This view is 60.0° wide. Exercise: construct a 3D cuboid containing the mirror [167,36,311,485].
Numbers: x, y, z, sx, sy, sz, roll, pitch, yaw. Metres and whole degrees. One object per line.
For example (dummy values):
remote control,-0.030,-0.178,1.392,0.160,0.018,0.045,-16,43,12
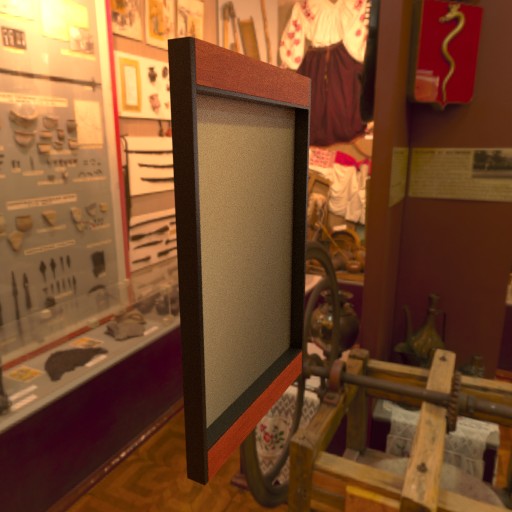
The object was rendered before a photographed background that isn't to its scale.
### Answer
mirror,0.000,0.000,1.019,0.047,0.823,0.525,7,16,27
